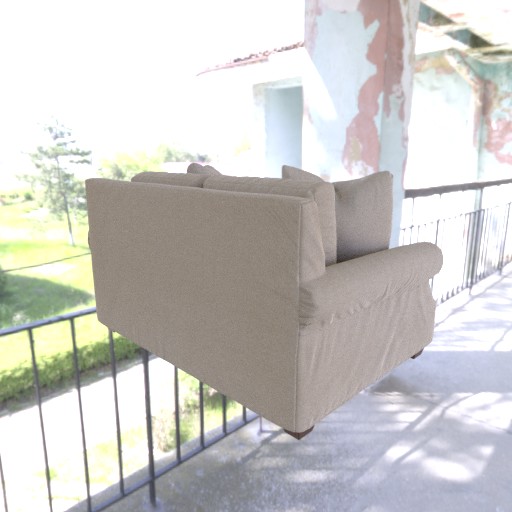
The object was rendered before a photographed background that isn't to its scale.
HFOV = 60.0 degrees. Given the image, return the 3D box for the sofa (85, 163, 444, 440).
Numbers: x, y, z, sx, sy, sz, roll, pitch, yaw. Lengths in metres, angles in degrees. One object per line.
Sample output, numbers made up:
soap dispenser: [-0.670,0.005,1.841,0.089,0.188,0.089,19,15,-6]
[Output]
sofa: [0.000,0.000,2.199,1.070,0.905,1.550,-13,19,-43]
